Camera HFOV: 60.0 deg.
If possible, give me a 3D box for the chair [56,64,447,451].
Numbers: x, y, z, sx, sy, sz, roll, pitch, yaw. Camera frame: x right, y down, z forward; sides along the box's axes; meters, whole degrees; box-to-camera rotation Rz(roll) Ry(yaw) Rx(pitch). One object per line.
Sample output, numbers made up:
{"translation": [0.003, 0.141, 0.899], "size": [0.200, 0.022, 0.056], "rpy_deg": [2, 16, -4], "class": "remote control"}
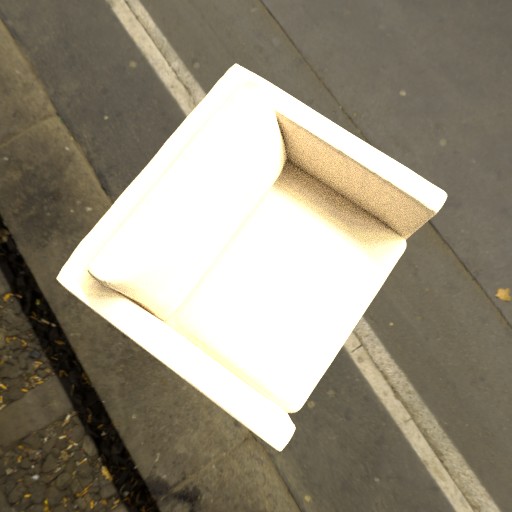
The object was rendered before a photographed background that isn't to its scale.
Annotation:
{"translation": [0.000, 0.000, 1.757], "size": [0.947, 0.851, 1.057], "rpy_deg": [35, 79, 8], "class": "chair"}
